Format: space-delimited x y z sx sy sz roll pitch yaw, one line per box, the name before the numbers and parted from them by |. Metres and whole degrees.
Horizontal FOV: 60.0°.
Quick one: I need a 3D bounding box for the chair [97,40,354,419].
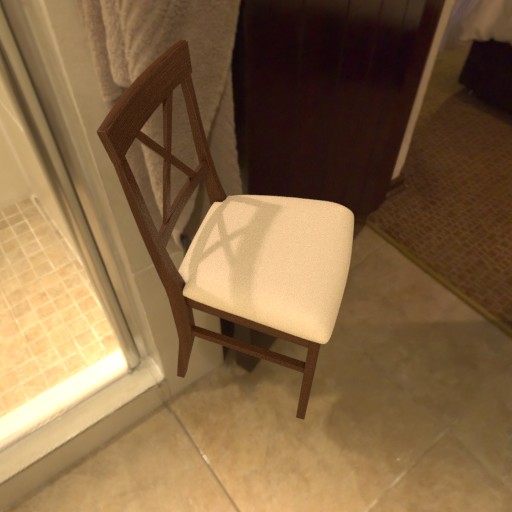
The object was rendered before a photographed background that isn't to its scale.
chair | 0.000 0.000 1.163 0.480 0.913 0.440 12 50 10
